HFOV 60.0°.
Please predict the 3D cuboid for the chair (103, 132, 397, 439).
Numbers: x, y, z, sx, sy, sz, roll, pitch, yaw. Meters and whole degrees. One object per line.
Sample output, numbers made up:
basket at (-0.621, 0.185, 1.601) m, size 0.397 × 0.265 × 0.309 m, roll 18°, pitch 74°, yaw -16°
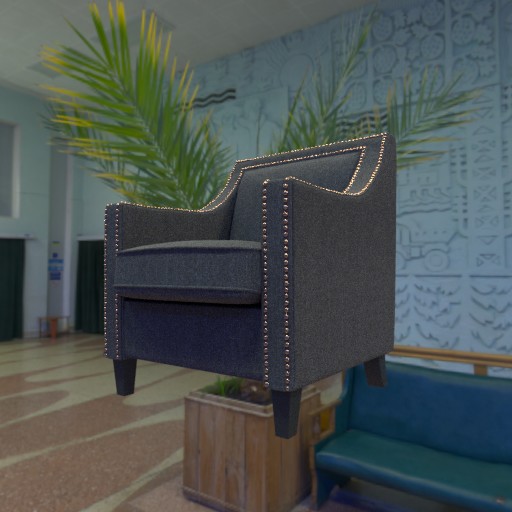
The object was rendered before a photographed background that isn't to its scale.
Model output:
chair at (0.000, 0.000, 1.618) m, size 0.776 × 0.967 × 0.884 m, roll -2°, pitch -3°, yaw 36°
